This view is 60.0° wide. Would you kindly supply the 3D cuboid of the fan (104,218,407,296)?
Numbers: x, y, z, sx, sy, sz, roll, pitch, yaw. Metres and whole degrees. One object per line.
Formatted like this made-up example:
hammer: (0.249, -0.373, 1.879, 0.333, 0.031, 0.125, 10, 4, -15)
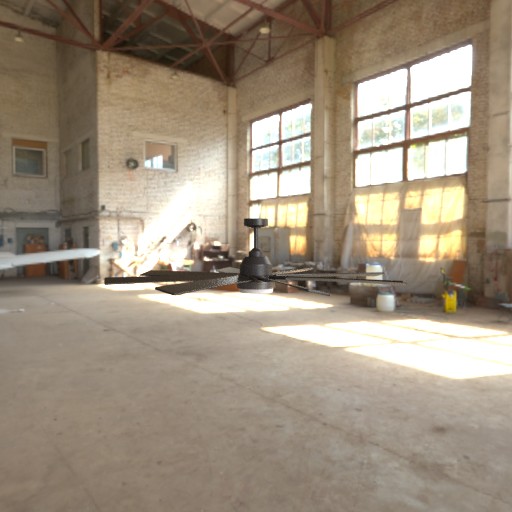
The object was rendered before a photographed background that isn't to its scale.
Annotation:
fan: (0.000, 0.000, 2.822, 1.830, 0.472, 1.830, -1, 2, -18)
